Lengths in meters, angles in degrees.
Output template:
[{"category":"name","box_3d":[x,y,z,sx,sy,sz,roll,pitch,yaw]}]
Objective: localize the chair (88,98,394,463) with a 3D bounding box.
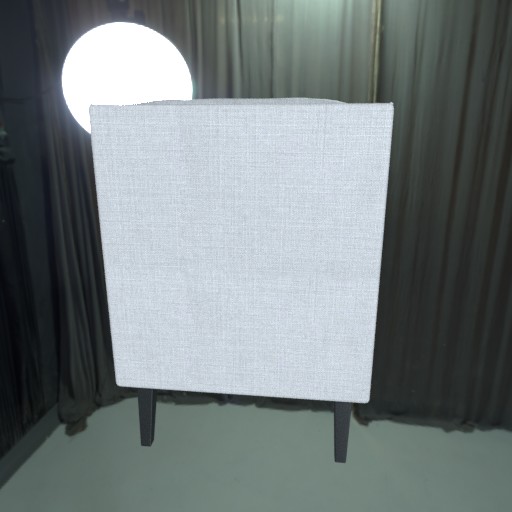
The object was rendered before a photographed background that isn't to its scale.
[{"category":"chair","box_3d":[0.000,0.000,1.380,0.658,0.891,0.772,2,17,6]}]
